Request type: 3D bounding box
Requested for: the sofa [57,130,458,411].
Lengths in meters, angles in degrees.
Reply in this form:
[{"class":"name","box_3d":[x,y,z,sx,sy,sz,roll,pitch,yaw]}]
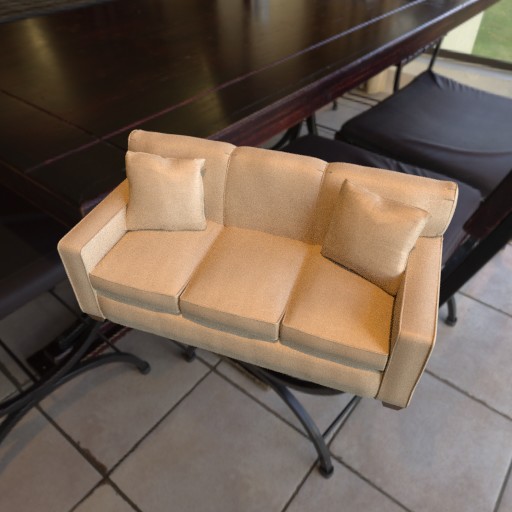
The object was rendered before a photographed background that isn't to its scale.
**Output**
[{"class":"sofa","box_3d":[0.000,0.000,2.612,2.024,0.958,0.997,13,43,14]}]
